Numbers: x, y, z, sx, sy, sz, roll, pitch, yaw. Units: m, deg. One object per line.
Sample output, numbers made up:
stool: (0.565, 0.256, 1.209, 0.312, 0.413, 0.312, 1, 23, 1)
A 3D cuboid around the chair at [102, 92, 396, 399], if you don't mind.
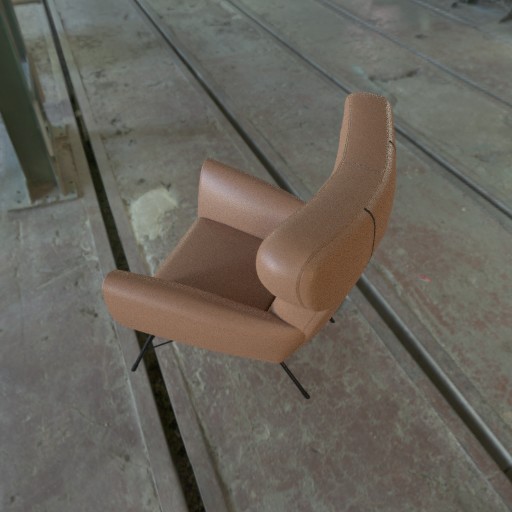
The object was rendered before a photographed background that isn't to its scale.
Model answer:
chair: (0.000, 0.000, 1.743, 0.900, 1.050, 0.980, 15, 47, 15)
